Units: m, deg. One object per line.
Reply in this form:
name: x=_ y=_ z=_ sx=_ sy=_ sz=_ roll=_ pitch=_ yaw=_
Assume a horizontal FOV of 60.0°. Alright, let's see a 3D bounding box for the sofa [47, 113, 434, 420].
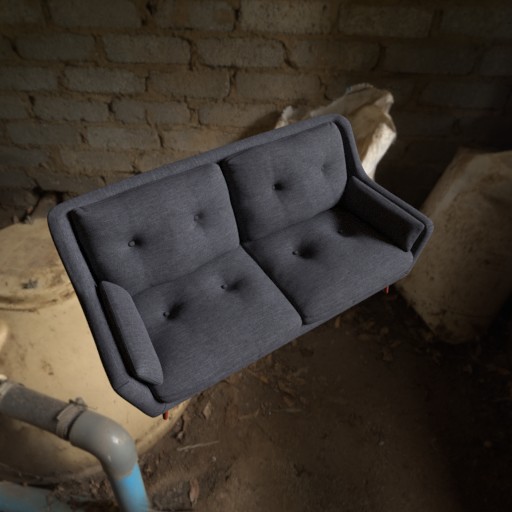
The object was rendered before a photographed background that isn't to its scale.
sofa: x=0.000 y=0.000 z=2.494 sx=1.929 sy=0.896 sz=0.975 roll=-25 pitch=50 yaw=-23
